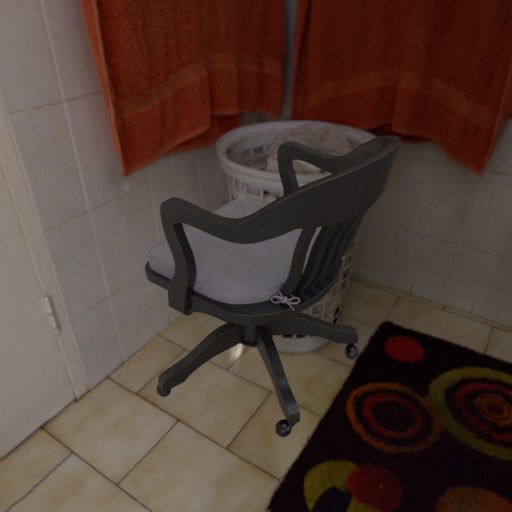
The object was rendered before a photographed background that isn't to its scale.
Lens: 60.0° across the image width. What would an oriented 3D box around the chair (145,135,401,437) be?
[{"bbox_3d":[0.000,0.000,1.461,0.788,0.878,0.750,21,38,29],"label":"chair"}]
